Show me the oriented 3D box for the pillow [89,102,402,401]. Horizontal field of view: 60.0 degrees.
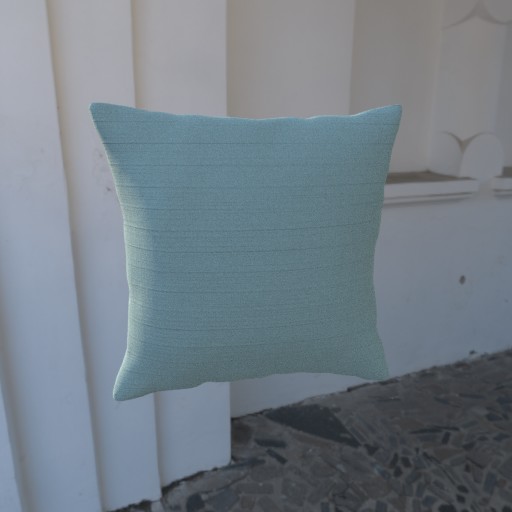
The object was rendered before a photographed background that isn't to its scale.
[{"bbox_3d":[0.000,0.000,0.702,0.470,0.464,0.175,-2,14,-9],"label":"pillow"}]
